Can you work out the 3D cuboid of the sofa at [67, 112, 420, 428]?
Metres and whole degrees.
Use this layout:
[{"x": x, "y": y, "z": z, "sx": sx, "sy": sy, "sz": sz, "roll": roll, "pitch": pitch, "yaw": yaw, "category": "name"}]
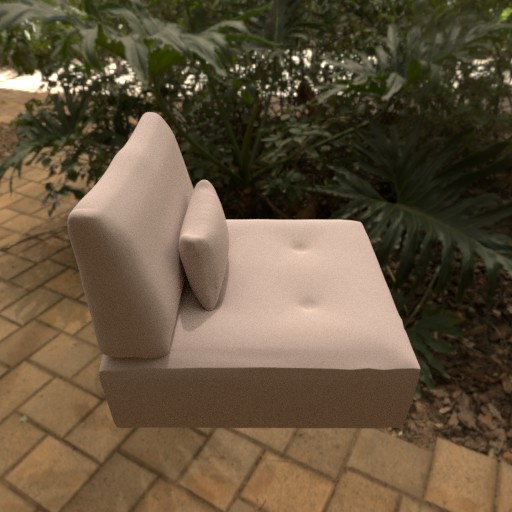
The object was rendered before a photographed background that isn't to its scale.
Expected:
[{"x": 0.000, "y": 0.000, "z": 1.663, "sx": 1.000, "sy": 0.828, "sz": 0.935, "roll": 0, "pitch": 34, "yaw": 0, "category": "sofa"}]
